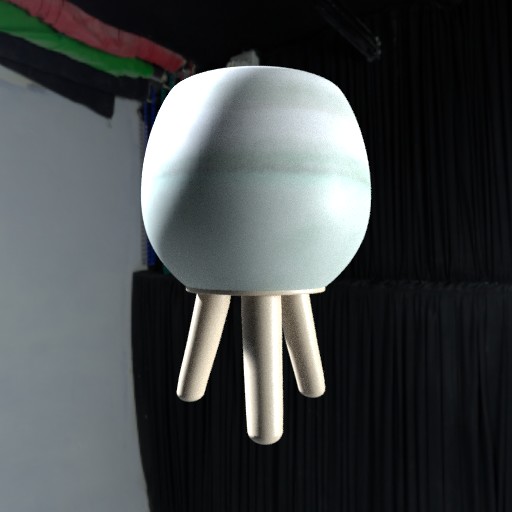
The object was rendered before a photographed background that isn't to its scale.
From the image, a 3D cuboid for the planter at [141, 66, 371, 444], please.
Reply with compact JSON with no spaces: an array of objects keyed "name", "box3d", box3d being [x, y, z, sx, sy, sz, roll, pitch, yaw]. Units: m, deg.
[{"name":"planter","box3d":[0.000,0.000,0.321,0.161,0.224,0.161,0,0,0]}]
